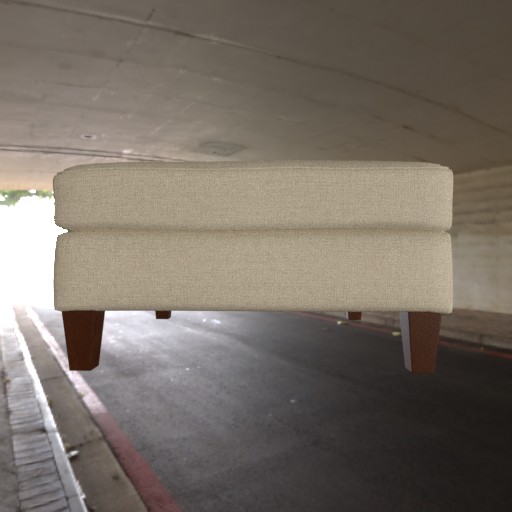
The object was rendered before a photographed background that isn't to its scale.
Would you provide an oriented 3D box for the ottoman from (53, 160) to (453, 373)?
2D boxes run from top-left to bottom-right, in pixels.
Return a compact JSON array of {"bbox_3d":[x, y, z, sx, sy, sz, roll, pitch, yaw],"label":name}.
[{"bbox_3d":[0.000,0.000,1.307,0.838,0.478,0.838,0,1,1],"label":"ottoman"}]
